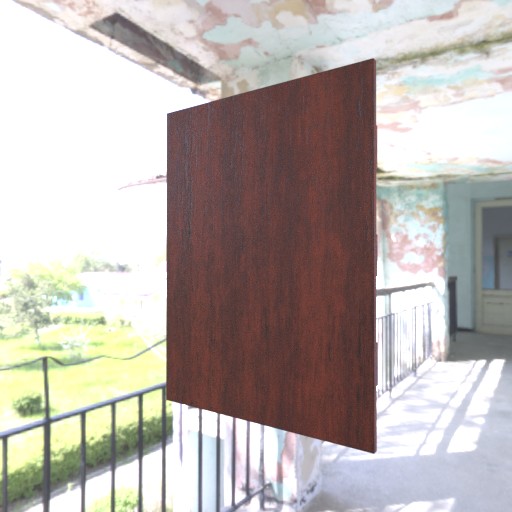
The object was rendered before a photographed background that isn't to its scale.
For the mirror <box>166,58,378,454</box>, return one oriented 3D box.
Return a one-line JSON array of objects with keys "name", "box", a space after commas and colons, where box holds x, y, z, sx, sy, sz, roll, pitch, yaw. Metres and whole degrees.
[{"name": "mirror", "box": [0.000, 0.000, 1.081, 0.600, 0.805, 0.021, 0, 0, 35]}]
